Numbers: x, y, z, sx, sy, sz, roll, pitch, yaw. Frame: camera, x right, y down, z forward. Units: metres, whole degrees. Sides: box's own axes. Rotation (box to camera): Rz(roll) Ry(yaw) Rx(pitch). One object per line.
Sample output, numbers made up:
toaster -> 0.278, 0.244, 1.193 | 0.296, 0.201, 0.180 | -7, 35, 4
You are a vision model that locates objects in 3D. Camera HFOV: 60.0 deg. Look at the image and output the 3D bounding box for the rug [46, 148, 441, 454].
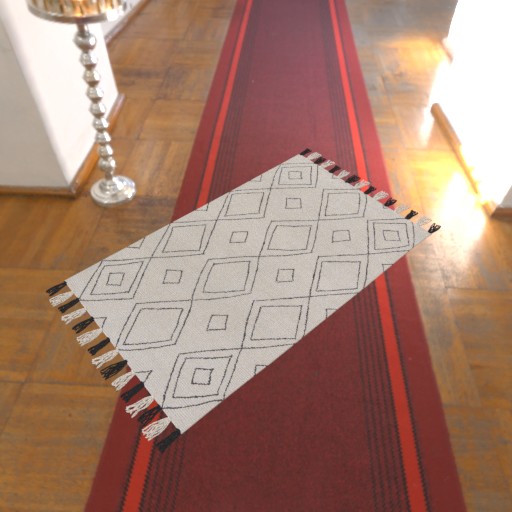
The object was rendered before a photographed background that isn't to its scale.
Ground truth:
rug -> 0.000, 0.000, 3.404 | 2.755, 0.021, 1.524 | -33, 55, -27
